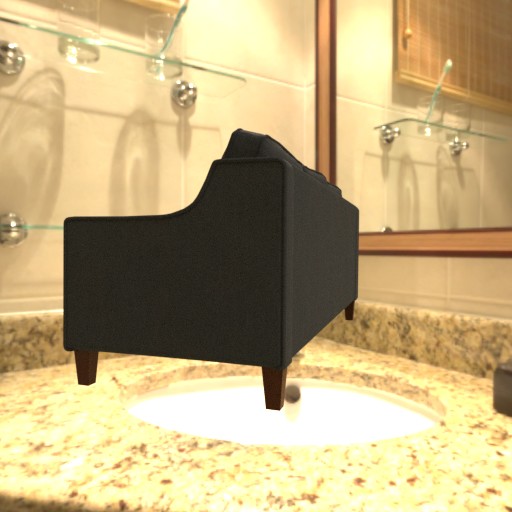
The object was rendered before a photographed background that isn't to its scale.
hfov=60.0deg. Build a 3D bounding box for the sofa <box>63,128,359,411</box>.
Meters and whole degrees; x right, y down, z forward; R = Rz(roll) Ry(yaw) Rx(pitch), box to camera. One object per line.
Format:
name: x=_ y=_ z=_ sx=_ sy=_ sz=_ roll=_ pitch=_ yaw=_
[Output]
sofa: x=0.000 y=0.000 z=2.491 sx=0.911 sy=0.974 sz=1.986 roll=1 pitch=2 yaw=20
